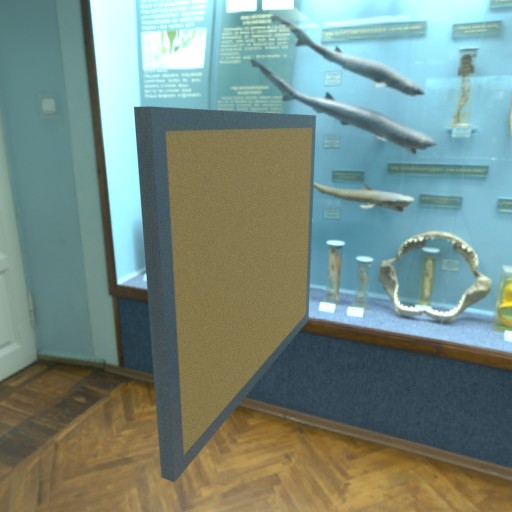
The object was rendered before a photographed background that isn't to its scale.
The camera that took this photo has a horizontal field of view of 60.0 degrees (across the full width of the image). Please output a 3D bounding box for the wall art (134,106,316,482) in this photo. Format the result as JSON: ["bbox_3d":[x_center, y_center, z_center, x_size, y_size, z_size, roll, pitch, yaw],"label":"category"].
[{"bbox_3d":[0.000,0.000,0.905,0.026,0.558,0.660,8,18,24],"label":"wall art"}]
